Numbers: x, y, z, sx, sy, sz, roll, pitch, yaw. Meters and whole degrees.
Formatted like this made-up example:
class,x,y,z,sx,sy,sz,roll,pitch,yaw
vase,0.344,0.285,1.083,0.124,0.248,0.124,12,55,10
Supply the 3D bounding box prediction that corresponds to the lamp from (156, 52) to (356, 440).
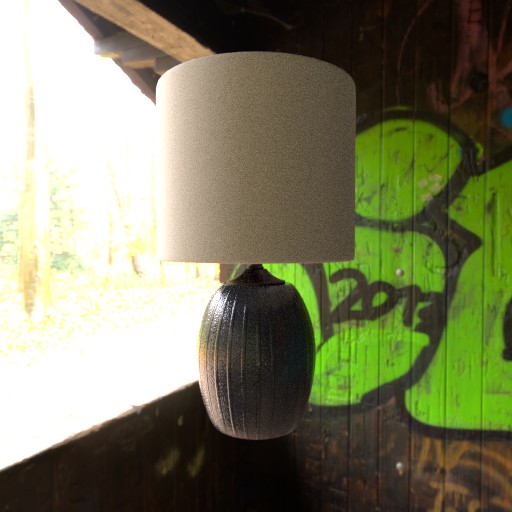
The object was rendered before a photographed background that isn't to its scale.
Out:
class,x,y,z,sx,sy,sz,roll,pitch,yaw
lamp,0.000,0.000,0.754,0.329,0.570,0.329,0,2,0
